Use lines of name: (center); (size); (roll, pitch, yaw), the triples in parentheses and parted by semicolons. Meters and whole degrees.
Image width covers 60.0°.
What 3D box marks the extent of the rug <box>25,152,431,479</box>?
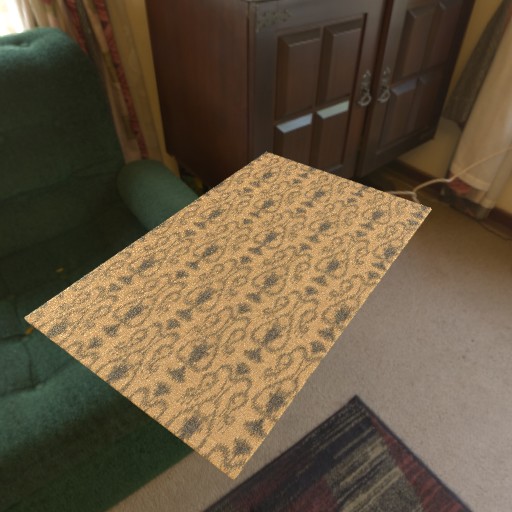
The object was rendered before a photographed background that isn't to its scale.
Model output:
rug: (0.000, 0.000, 1.995); (1.035, 0.006, 1.652); (25, 47, 26)
